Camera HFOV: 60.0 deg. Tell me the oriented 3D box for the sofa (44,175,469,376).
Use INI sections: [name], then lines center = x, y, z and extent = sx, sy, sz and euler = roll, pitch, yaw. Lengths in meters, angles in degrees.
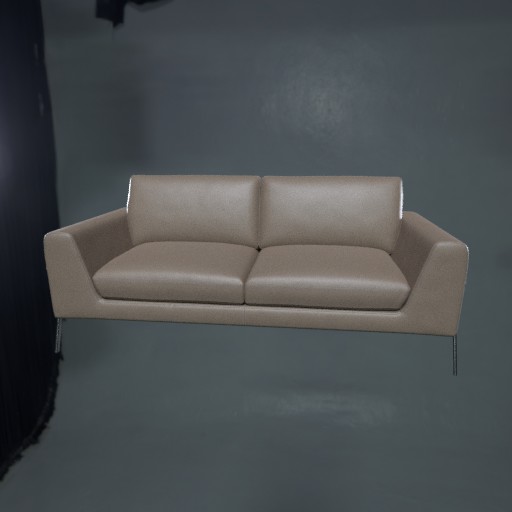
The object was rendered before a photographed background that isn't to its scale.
[sofa]
center = 0.000, 0.000, 2.537
extent = 2.017, 0.875, 0.953
euler = 2, 14, 7
